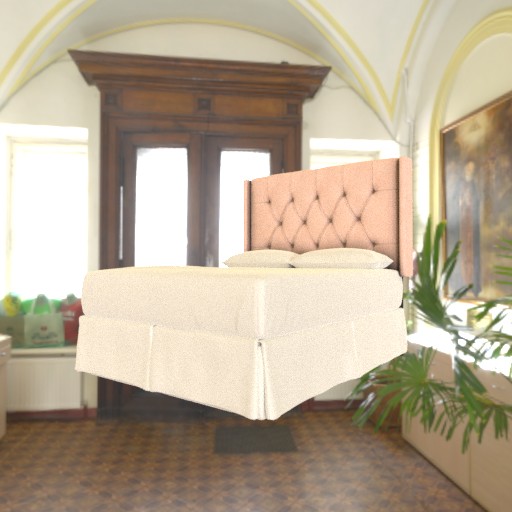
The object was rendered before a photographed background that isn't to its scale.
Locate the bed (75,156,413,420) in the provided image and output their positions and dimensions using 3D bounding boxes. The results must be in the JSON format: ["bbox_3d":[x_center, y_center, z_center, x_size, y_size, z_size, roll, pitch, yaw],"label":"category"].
[{"bbox_3d":[0.000,0.000,3.403,1.719,1.665,2.066,-1,-1,38],"label":"bed"}]
